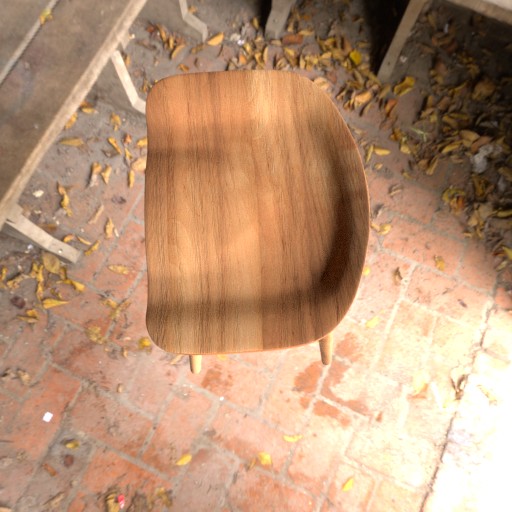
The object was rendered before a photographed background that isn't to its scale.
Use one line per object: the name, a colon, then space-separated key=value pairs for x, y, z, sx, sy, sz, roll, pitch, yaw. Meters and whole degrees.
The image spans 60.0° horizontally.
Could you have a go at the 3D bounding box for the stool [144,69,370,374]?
stool: x=0.000 y=0.000 z=0.889 sx=0.361 sy=0.615 sz=0.440 roll=-4 pitch=75 yaw=-1
